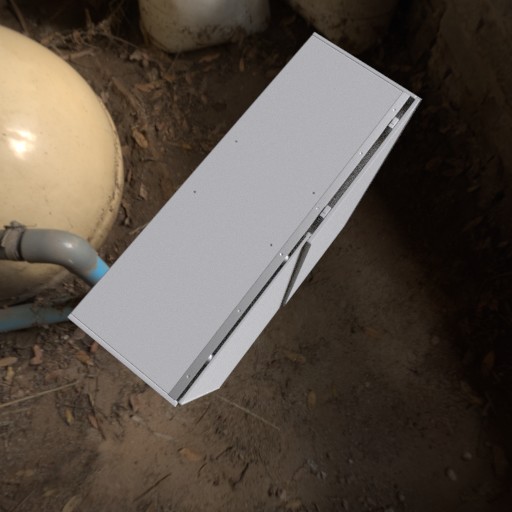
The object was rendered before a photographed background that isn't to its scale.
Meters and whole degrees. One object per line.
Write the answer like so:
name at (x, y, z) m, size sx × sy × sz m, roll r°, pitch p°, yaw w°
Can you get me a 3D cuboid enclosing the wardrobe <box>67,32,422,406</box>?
wardrobe at (0.000, 0.000, 2.922) m, size 0.629 × 1.960 × 1.780 m, roll 36°, pitch 78°, yaw 9°
